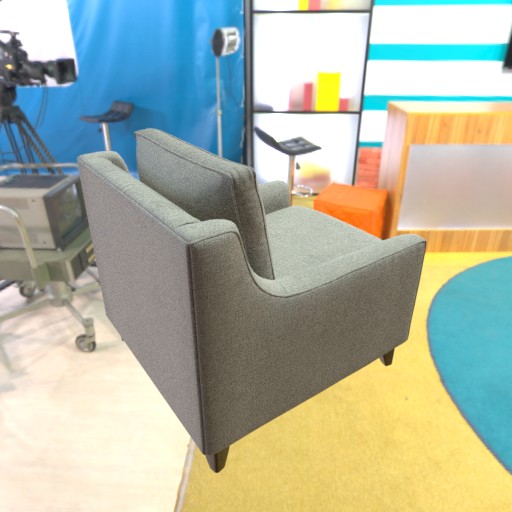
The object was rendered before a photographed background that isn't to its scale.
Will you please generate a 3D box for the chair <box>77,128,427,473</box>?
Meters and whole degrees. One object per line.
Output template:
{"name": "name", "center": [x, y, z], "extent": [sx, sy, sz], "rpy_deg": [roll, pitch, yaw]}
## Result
{"name": "chair", "center": [0.000, 0.000, 1.588], "extent": [0.918, 0.864, 0.838], "rpy_deg": [-18, 33, -31]}
